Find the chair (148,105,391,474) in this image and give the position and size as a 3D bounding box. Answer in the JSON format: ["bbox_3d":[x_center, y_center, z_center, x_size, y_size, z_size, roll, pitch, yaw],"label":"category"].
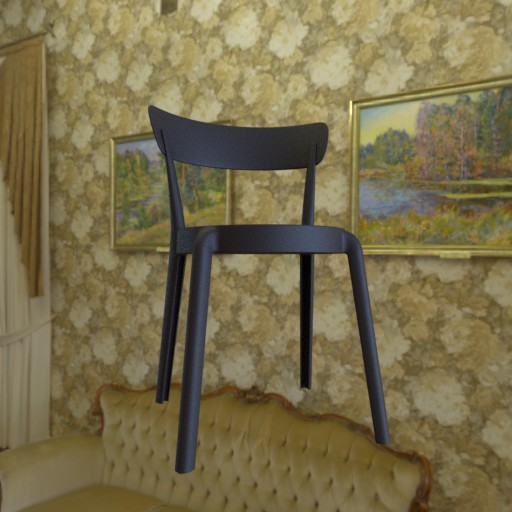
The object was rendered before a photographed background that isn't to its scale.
[{"bbox_3d":[0.000,0.000,1.094,0.506,0.790,0.491,0,0,-17],"label":"chair"}]
